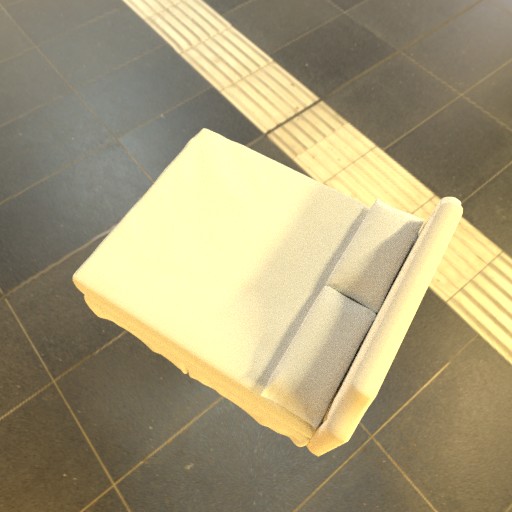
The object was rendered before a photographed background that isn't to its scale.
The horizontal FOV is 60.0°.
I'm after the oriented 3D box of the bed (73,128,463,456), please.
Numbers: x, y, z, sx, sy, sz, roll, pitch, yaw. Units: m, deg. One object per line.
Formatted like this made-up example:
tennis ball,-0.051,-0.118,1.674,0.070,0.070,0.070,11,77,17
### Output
bed,0.000,0.000,3.813,2.548,1.524,2.134,29,66,14
